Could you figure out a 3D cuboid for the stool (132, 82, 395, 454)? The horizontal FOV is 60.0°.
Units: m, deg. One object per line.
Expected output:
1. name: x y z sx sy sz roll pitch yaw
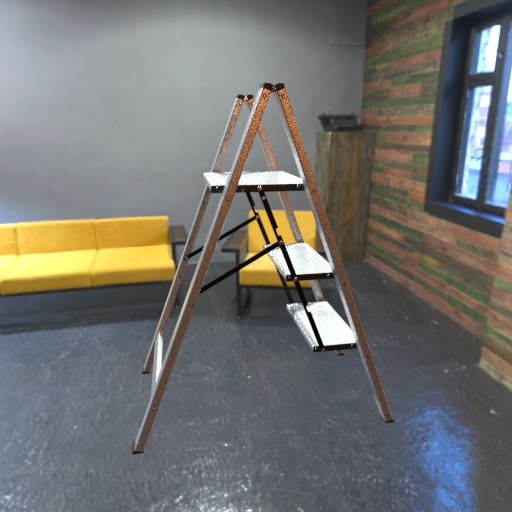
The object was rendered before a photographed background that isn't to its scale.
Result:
1. stool: 0.000 0.000 1.281 0.730 0.902 0.441 -3 17 -10
